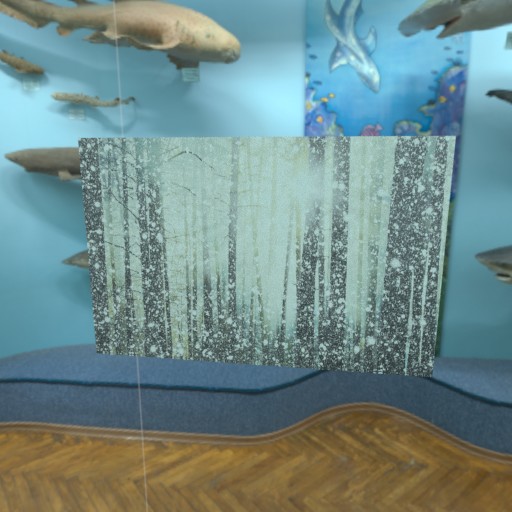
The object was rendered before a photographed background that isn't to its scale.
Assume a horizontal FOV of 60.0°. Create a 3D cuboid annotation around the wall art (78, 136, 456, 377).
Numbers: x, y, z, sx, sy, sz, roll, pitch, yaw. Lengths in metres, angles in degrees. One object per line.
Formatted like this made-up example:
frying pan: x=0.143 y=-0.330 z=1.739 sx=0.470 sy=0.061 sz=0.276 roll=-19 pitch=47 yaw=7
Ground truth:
wall art: x=0.000 y=0.000 z=1.154 sx=0.919 sy=0.598 sz=0.038 roll=2 pitch=13 yaw=9
